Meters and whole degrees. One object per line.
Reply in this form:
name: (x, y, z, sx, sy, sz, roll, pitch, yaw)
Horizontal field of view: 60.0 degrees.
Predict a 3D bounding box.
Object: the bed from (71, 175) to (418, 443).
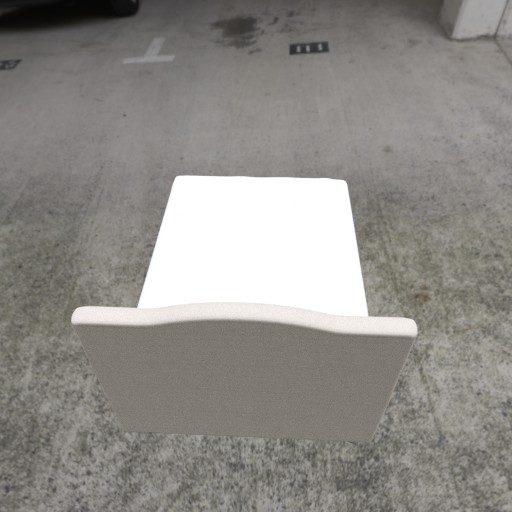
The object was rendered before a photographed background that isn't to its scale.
bed: (0.000, 0.000, 3.321, 1.741, 1.449, 2.196, 2, 46, 2)
